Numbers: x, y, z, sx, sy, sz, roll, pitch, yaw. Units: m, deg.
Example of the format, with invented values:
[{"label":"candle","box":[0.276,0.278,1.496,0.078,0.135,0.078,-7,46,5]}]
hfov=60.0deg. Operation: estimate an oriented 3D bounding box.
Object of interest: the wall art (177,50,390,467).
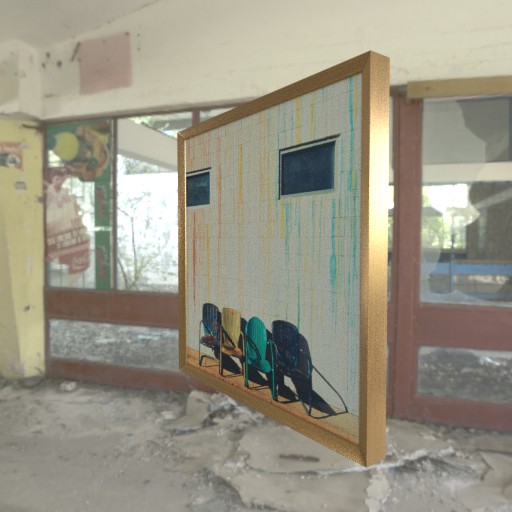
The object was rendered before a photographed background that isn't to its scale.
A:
[{"label":"wall art","box":[0.000,0.000,0.748,0.037,0.505,0.505,-2,3,-37]}]
